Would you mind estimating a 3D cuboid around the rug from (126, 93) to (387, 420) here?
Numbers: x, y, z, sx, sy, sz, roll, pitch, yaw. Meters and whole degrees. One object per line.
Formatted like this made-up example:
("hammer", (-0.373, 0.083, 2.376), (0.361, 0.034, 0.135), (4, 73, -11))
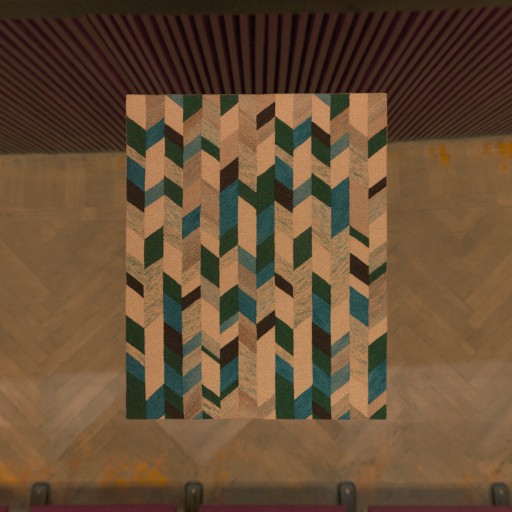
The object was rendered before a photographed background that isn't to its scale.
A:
("rug", (0.000, 0.000, 4.123), (2.440, 0.008, 3.036), (0, 89, 1))
